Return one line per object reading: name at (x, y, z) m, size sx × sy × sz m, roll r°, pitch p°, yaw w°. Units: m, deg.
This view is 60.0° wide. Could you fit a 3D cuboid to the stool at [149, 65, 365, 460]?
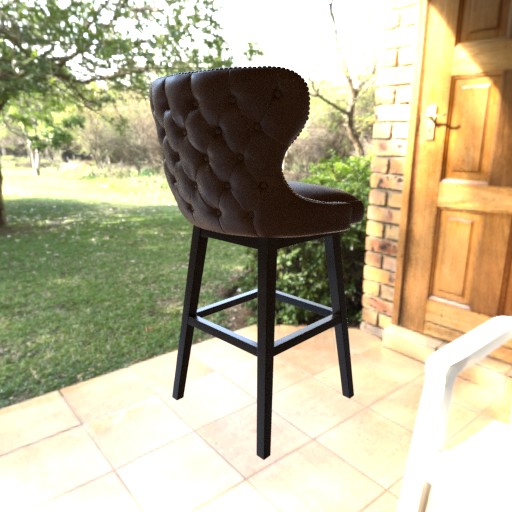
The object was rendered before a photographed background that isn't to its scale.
stool at (0.000, 0.000, 1.471) m, size 0.591 × 1.087 × 0.606 m, roll 14°, pitch 21°, yaw 43°
